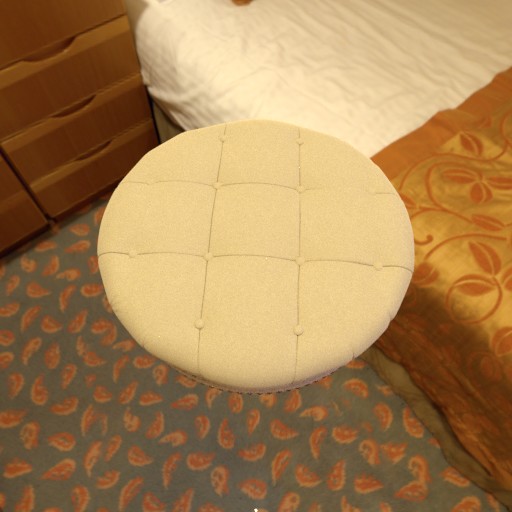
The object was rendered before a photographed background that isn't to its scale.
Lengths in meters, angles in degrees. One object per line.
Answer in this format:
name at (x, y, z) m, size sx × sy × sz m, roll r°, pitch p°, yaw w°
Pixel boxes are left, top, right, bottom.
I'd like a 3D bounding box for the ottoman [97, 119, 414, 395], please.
ottoman at (0.000, 0.000, 1.409) m, size 0.901 × 0.439 × 0.901 m, roll 0°, pitch 60°, yaw 0°
